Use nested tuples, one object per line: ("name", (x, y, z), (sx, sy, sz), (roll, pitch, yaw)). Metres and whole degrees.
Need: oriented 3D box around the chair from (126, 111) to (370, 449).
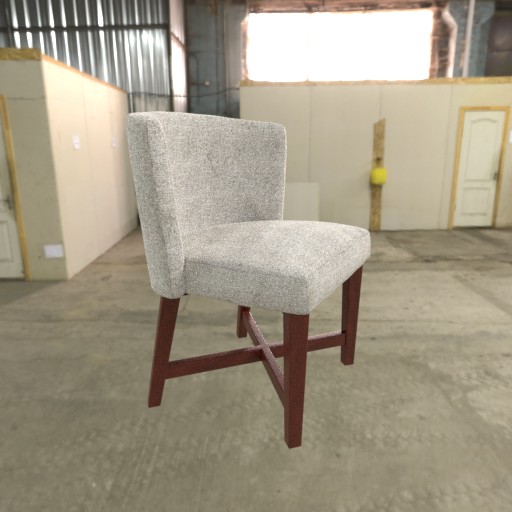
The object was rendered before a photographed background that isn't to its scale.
("chair", (0.000, 0.000, 1.322), (0.575, 0.827, 0.728), (8, 17, 27))
